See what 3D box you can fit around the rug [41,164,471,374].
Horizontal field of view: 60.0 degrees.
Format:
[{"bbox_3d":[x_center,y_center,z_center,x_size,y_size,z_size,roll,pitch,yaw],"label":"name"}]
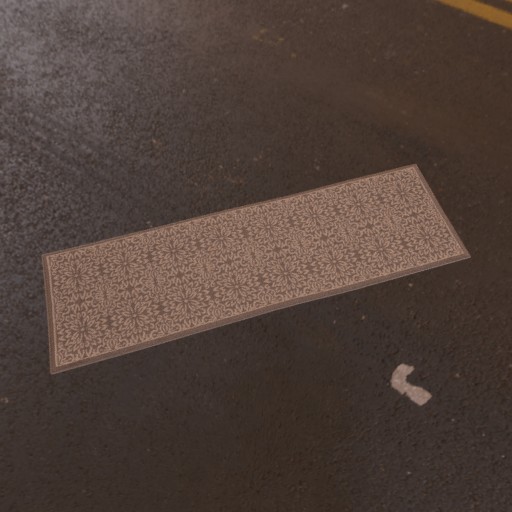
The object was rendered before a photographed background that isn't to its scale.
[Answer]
[{"bbox_3d":[0.000,0.000,2.365,2.196,0.011,0.662,-15,63,-8],"label":"rug"}]
